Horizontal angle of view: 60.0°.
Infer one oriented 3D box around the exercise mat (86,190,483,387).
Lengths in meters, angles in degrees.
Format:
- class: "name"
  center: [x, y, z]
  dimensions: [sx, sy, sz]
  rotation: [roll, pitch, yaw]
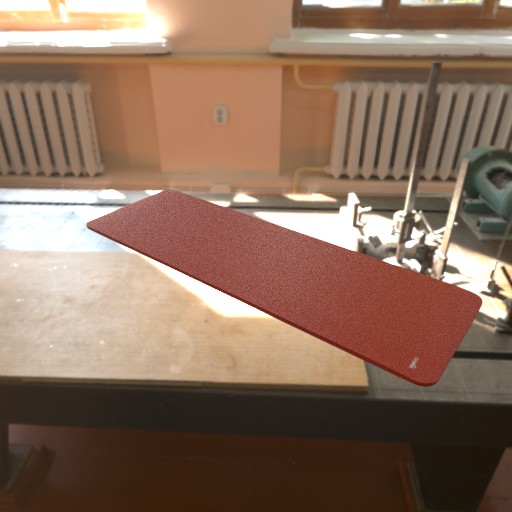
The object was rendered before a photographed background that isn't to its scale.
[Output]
- class: "exercise mat"
  center: [0.000, 0.000, 2.069]
  dimensions: [1.869, 0.021, 0.616]
  rotation: [22, 37, 32]
